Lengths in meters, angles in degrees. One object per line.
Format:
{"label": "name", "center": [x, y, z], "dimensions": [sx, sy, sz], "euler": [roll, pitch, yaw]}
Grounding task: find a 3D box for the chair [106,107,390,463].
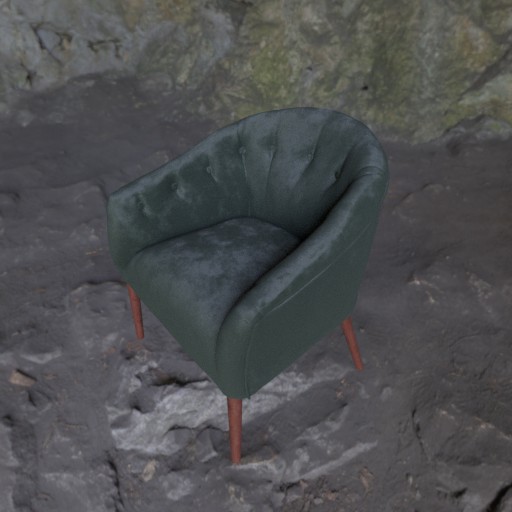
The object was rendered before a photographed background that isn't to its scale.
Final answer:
{"label": "chair", "center": [0.000, 0.000, 1.546], "dimensions": [0.776, 0.885, 0.851], "euler": [-22, 39, -31]}
